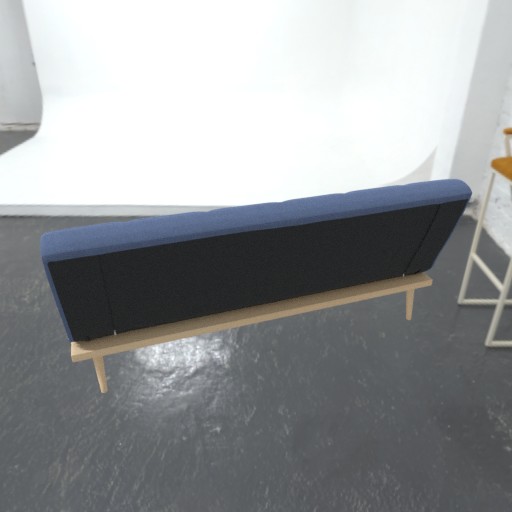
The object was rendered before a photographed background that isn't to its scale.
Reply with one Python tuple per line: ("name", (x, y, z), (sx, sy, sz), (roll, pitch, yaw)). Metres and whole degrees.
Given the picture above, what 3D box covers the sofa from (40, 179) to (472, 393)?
("sofa", (0.000, 0.000, 2.190), (1.800, 0.800, 0.796), (-10, 30, -17))
